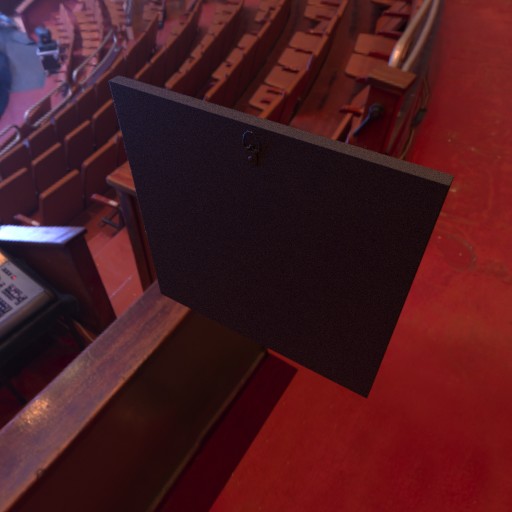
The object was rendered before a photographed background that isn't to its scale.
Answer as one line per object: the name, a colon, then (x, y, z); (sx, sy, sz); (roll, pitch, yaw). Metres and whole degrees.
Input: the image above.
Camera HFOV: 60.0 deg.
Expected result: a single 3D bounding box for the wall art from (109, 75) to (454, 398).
wall art: (0.000, 0.000, 1.215); (0.805, 0.807, 0.043); (23, 50, 21)
